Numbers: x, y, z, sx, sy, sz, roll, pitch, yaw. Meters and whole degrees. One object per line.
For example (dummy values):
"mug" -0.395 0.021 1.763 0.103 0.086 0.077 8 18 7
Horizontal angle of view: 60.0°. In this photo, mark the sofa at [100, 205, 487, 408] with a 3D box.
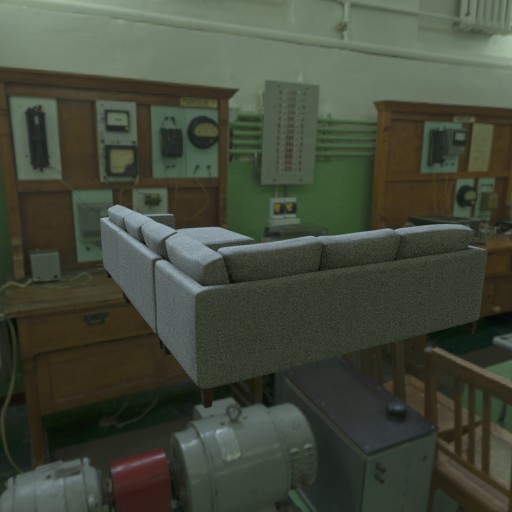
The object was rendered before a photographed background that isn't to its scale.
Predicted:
"sofa" 0.000 0.000 4.610 2.593 0.959 3.460 -7 14 -27
